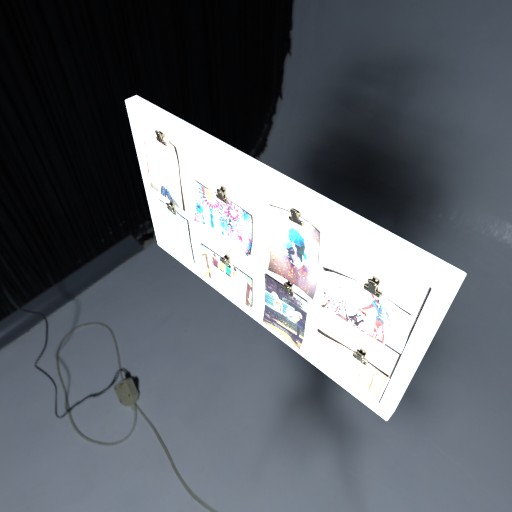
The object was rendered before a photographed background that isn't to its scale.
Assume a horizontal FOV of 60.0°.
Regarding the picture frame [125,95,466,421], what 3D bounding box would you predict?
[{"bbox_3d":[0.000,0.000,0.803,0.647,0.379,0.044,34,55,28],"label":"picture frame"}]
